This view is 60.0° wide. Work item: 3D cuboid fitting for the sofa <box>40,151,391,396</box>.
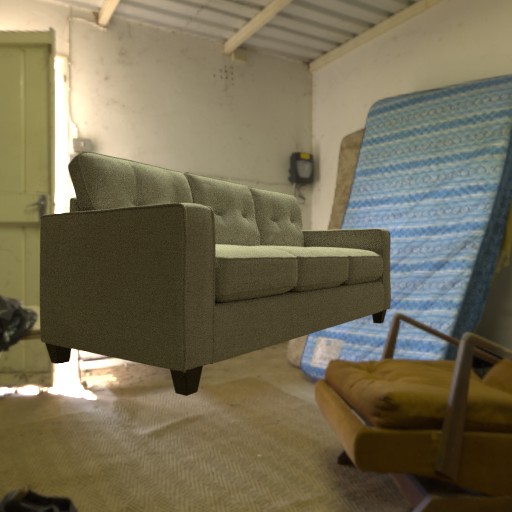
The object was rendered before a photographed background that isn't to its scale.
[{"bbox_3d":[0.000,0.000,2.597,0.939,0.965,2.133,0,0,35],"label":"sofa"}]
